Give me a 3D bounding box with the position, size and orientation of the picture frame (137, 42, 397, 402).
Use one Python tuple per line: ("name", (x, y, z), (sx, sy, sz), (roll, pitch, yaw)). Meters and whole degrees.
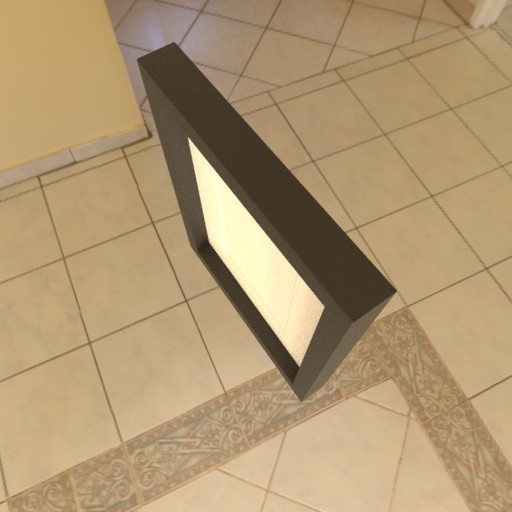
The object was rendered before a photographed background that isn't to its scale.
("picture frame", (0.000, 0.000, 0.400), (0.042, 0.284, 0.232), (-32, 68, -15))
